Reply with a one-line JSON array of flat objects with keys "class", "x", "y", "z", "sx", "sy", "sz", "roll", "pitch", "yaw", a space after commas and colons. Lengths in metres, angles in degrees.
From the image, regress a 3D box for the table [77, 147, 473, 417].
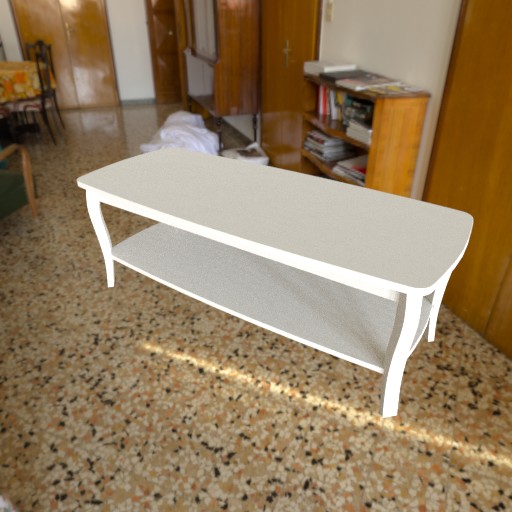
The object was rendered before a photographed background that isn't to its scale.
[{"class": "table", "x": 0.000, "y": 0.000, "z": 1.618, "sx": 1.334, "sy": 0.474, "sz": 0.561, "roll": 19, "pitch": 35, "yaw": 29}]
